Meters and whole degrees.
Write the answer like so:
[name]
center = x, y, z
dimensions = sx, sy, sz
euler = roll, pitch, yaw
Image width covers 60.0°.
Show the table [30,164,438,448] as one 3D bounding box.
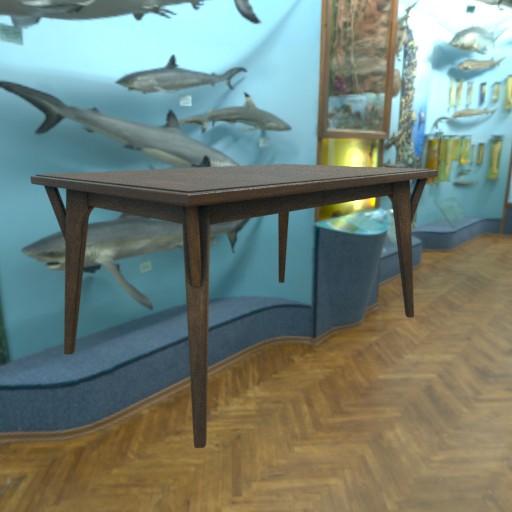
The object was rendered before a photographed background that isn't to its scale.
[table]
center = 0.000, 0.000, 2.031
dimensions = 0.990, 0.761, 1.524
euler = 13, 19, 42
